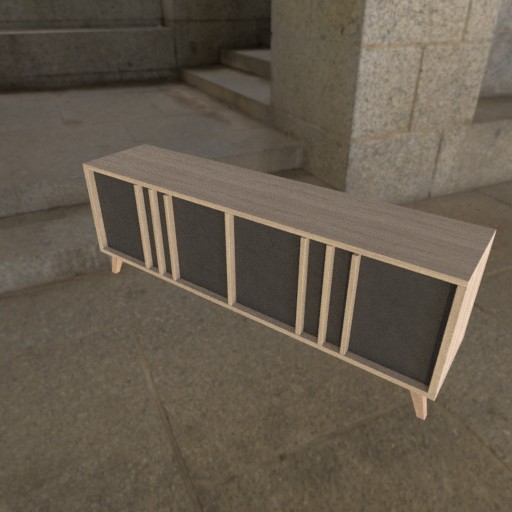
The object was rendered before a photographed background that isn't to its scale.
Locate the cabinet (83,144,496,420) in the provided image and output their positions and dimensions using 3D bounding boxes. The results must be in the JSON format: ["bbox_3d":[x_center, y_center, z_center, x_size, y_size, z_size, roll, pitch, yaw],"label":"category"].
[{"bbox_3d":[0.000,0.000,2.484,2.198,0.779,0.499,20,36,30],"label":"cabinet"}]
